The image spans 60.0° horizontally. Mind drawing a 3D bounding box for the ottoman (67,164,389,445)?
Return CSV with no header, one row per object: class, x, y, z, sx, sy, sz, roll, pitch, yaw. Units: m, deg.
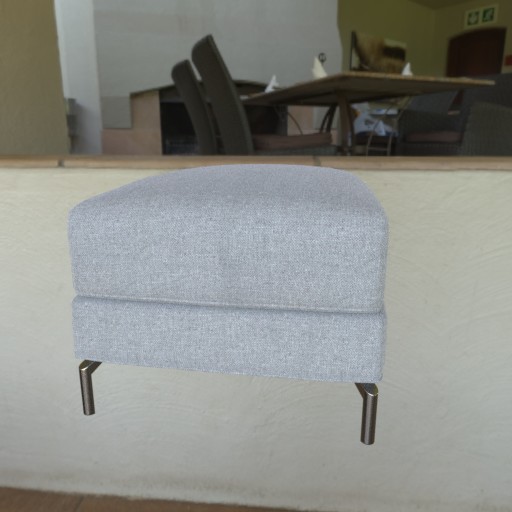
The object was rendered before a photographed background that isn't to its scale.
ottoman,0.000,0.000,1.149,0.584,0.457,0.838,2,14,9
